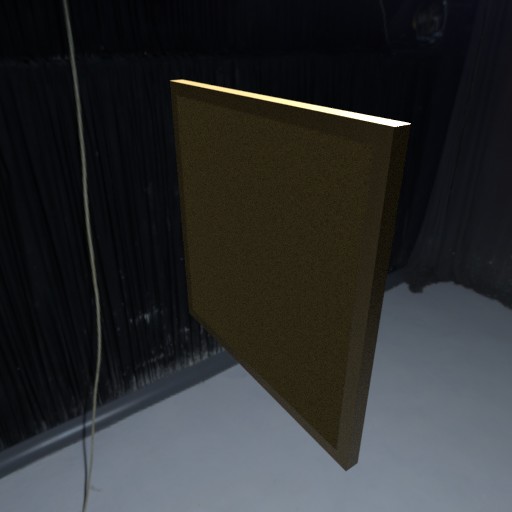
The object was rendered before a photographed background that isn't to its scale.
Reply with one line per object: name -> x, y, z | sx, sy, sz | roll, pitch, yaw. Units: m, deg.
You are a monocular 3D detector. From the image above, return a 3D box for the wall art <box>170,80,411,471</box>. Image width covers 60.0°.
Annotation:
wall art -> 0.000, 0.000, 2.826 | 0.097, 1.936, 1.935 | -18, 32, -31
